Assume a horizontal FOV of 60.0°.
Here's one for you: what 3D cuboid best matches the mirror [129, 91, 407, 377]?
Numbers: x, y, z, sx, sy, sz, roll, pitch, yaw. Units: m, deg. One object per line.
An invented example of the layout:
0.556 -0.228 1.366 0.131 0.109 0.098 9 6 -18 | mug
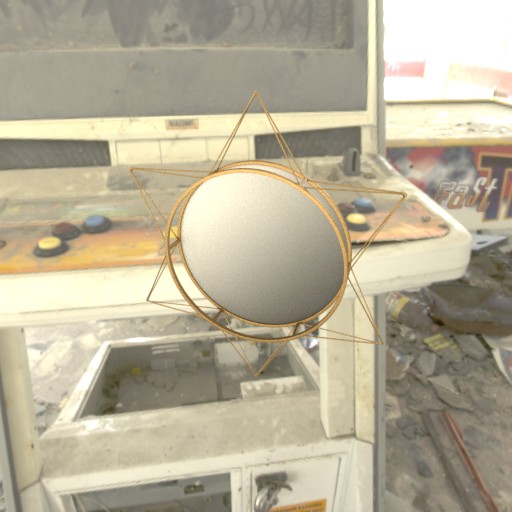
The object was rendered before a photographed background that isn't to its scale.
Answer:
0.000 0.000 0.828 0.498 0.581 0.062 8 28 16 | mirror
